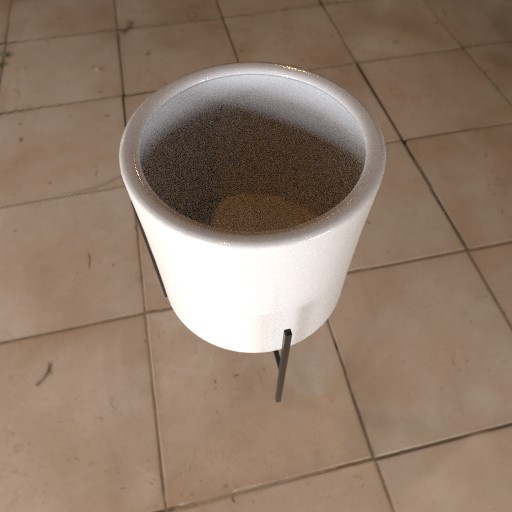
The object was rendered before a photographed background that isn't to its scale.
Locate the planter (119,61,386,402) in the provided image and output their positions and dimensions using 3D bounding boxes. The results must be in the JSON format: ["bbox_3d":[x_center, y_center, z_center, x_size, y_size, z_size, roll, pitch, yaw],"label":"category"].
[{"bbox_3d":[0.000,0.000,0.739,0.360,0.480,0.361,-12,58,-8],"label":"planter"}]
